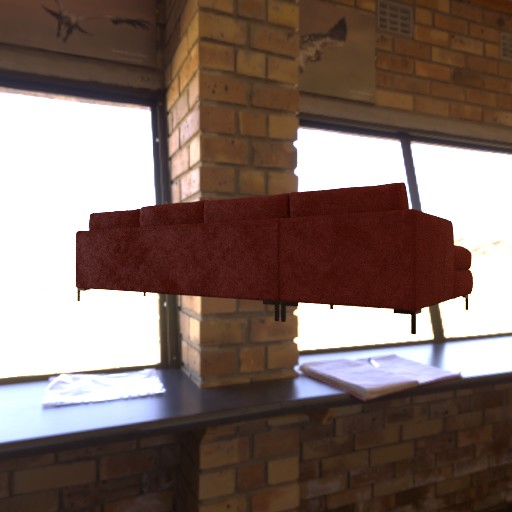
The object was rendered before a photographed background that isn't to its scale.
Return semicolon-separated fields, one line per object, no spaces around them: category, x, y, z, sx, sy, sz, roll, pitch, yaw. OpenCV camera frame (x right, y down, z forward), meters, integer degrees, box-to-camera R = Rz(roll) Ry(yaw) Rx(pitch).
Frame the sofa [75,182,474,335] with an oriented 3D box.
sofa;0.000;0.000;2.954;2.467;0.663;1.136;0;0;36
